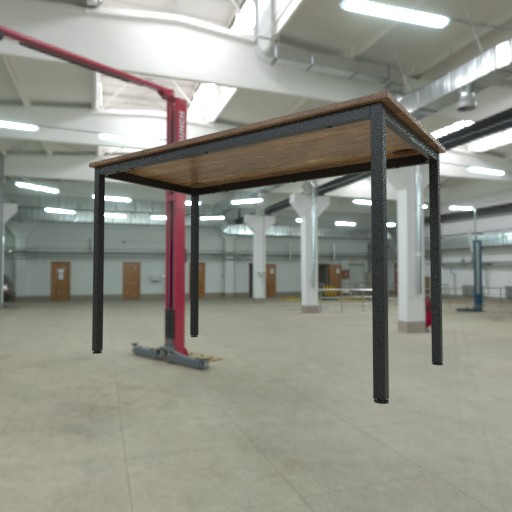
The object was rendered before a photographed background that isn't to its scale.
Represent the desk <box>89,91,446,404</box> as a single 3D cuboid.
[{"bbox_3d":[0.000,0.000,1.637,1.200,0.749,0.600,-2,-3,36],"label":"desk"}]
